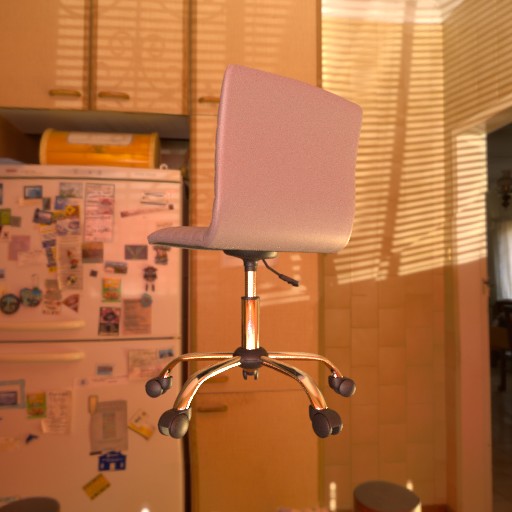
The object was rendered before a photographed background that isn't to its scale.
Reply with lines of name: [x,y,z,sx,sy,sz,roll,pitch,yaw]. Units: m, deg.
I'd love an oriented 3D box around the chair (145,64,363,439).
chair: [0.000,0.000,1.115,0.569,0.750,0.542,2,-3,-36]
